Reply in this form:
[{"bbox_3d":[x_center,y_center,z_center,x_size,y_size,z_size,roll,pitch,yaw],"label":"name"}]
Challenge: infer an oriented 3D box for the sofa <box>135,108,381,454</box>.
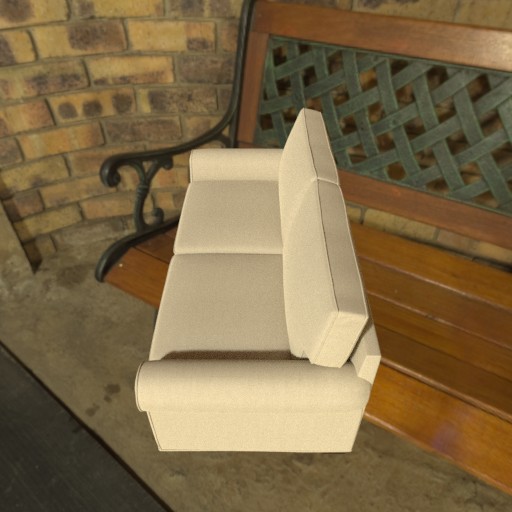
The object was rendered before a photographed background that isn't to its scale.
[{"bbox_3d":[0.000,0.000,2.260,0.861,0.933,1.774,0,42,0],"label":"sofa"}]
